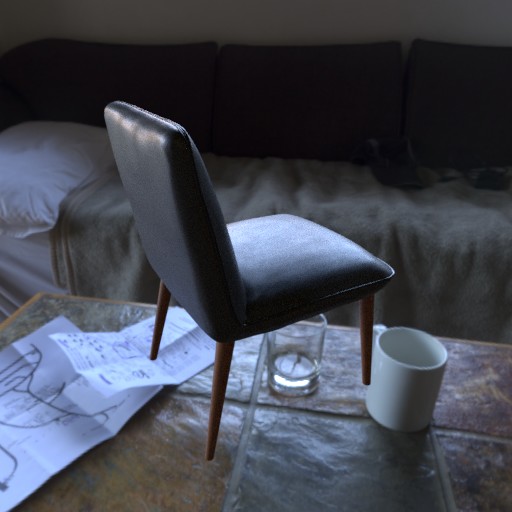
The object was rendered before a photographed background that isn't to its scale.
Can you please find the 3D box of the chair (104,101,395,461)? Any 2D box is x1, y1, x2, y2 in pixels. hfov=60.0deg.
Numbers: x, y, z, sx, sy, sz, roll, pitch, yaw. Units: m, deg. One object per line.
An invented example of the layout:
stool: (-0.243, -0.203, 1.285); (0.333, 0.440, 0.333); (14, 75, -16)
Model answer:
chair: (0.000, 0.000, 1.214); (0.645, 0.801, 0.543); (-17, 31, -31)
